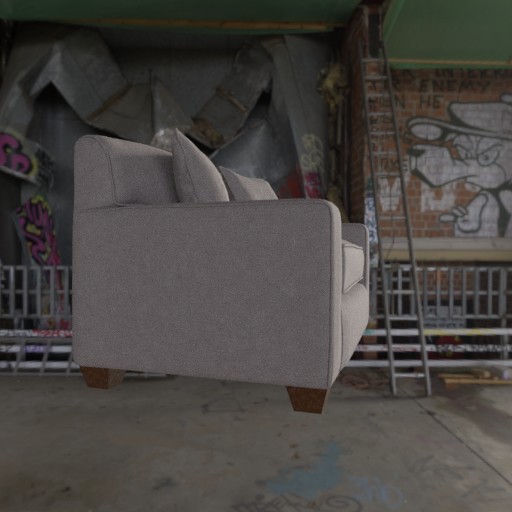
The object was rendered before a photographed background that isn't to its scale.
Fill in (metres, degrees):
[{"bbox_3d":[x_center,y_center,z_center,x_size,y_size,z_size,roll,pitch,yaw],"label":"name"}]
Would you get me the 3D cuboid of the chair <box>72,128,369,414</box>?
[{"bbox_3d":[0.000,0.000,2.093,0.992,0.953,1.395,0,0,19],"label":"chair"}]
